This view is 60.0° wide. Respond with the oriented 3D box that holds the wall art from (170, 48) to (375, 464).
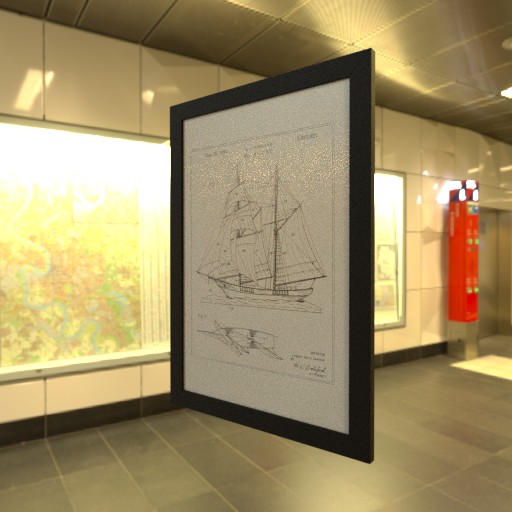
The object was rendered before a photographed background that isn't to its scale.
[{"bbox_3d":[0.000,0.000,0.591,0.326,0.459,0.011,0,1,37],"label":"wall art"}]
